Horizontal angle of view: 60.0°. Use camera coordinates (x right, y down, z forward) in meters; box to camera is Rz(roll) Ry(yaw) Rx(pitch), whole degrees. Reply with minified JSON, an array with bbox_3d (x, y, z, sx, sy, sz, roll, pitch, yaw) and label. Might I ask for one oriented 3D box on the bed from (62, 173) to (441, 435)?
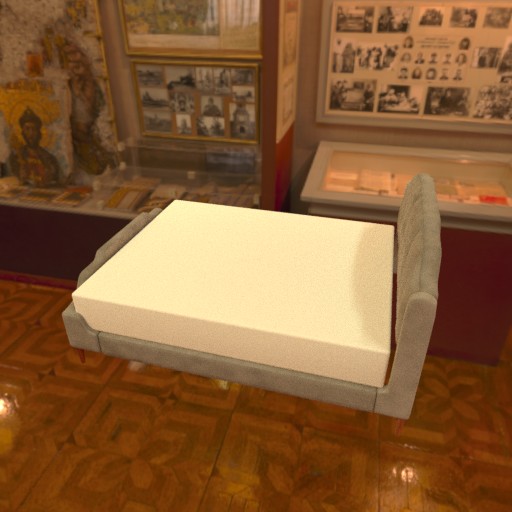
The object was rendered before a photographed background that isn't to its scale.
[{"bbox_3d":[0.000,0.000,3.331,2.340,1.245,1.676,8,32,14],"label":"bed"}]
